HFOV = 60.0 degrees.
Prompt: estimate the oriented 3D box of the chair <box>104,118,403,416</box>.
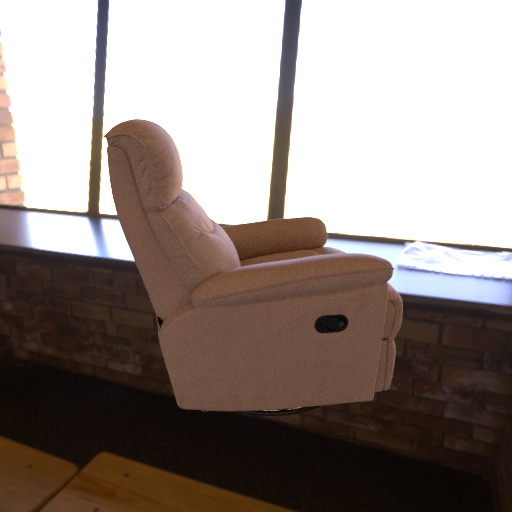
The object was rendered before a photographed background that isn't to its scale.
[{"bbox_3d":[0.000,0.000,1.758,1.004,1.037,0.820,-3,16,-10],"label":"chair"}]
